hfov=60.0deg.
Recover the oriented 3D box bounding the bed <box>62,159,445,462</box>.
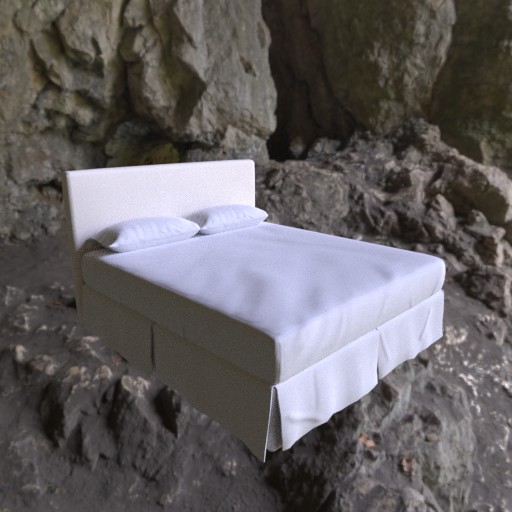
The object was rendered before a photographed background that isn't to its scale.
[{"bbox_3d":[0.000,0.000,3.515,2.119,1.317,2.341,-15,22,-43],"label":"bed"}]
